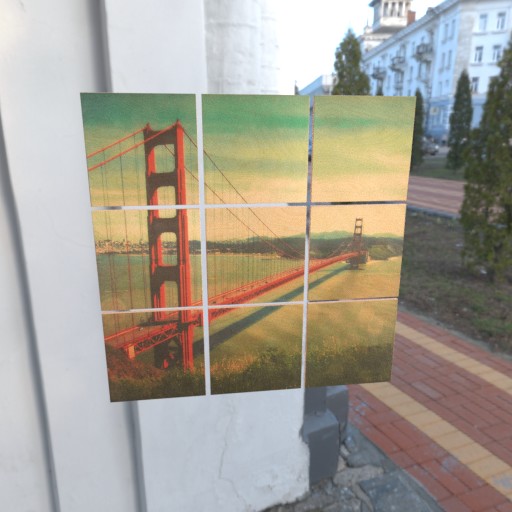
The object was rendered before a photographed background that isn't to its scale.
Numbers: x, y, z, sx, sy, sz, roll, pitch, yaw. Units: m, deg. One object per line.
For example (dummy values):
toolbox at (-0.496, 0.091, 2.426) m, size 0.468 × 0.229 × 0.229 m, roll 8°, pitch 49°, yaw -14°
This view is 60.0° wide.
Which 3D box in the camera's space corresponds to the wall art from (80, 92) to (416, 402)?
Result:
wall art at (0.000, 0.000, 1.759) m, size 1.217 × 1.207 × 0.016 m, roll -2°, pitch 15°, yaw -7°
